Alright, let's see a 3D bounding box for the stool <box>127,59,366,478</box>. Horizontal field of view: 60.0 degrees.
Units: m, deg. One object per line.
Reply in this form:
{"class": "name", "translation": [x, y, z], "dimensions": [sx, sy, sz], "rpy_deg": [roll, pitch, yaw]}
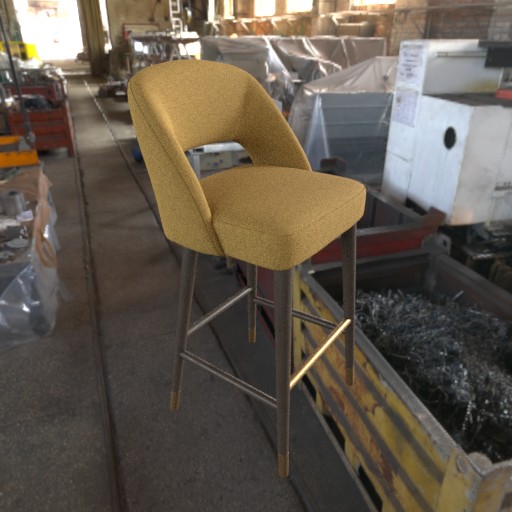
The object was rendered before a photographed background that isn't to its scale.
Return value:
{"class": "stool", "translation": [0.000, 0.000, 1.288], "dimensions": [0.522, 1.032, 0.536], "rpy_deg": [17, 31, 31]}
